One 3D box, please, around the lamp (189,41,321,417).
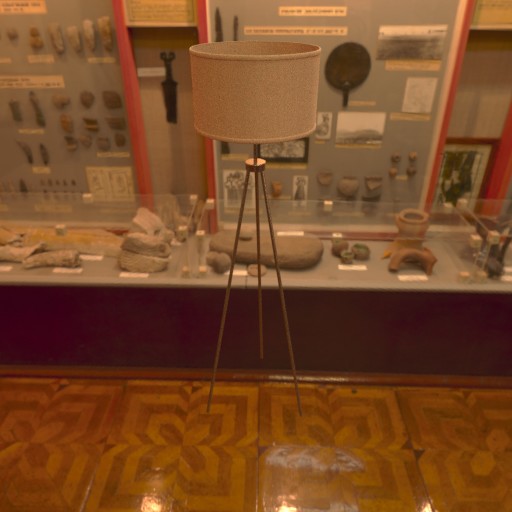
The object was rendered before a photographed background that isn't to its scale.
[{"bbox_3d":[0.000,0.000,1.798,0.449,1.545,0.460,2,31,3],"label":"lamp"}]
